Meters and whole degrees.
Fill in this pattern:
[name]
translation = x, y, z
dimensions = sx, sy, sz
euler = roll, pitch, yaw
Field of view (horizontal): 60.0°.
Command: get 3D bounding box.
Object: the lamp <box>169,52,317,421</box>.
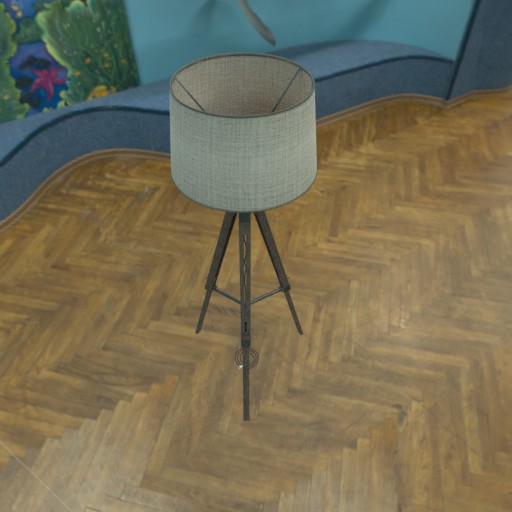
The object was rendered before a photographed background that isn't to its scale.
[lamp]
translation = 0.000, 0.000, 1.847
dimensions = 0.587, 1.510, 0.604
euler = -23, 50, -21
